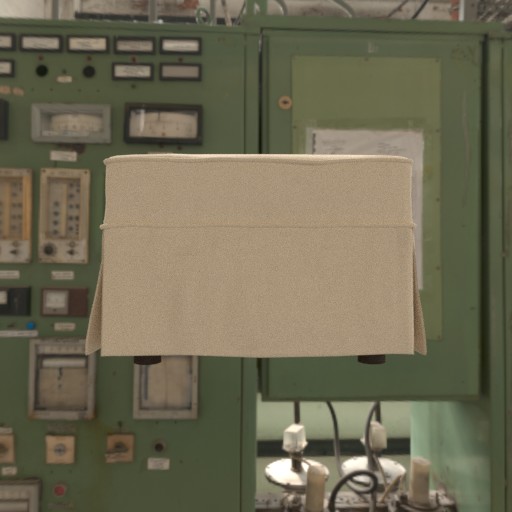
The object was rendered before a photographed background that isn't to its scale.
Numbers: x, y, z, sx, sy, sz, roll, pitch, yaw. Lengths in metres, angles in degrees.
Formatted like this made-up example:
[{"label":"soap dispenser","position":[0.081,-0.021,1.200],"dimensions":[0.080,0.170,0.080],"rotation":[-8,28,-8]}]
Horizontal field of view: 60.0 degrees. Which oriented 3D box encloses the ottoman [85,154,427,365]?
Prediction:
[{"label":"ottoman","position":[0.000,0.000,1.335],"dimensions":[0.703,0.479,0.944],"rotation":[0,0,-1]}]
